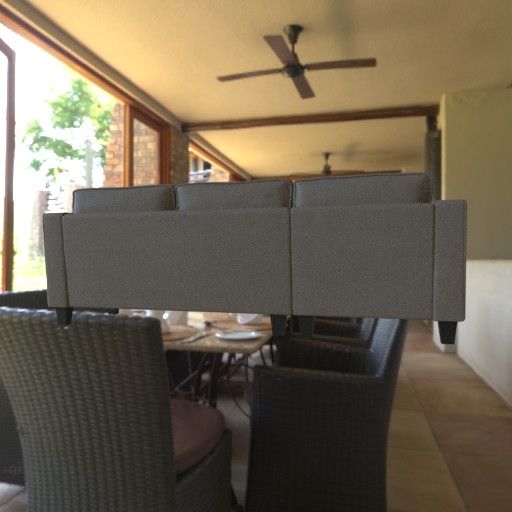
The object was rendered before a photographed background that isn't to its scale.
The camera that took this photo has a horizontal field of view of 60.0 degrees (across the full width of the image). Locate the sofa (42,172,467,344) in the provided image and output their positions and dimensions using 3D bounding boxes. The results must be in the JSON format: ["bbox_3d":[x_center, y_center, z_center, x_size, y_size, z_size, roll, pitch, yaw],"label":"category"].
[{"bbox_3d":[0.000,0.000,3.172,2.561,0.928,1.294,0,0,16],"label":"sofa"}]
